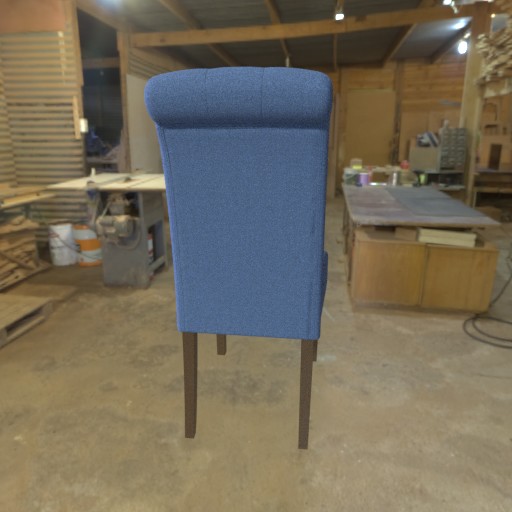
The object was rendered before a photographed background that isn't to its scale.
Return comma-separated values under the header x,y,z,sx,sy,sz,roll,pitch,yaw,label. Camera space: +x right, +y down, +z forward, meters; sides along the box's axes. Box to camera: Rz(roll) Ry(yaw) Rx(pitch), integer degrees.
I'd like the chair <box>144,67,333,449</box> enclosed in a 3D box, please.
x,y,z,sx,sy,sz,roll,pitch,yaw,label
0.000,0.000,1.367,0.456,1.006,0.671,2,15,8,chair
